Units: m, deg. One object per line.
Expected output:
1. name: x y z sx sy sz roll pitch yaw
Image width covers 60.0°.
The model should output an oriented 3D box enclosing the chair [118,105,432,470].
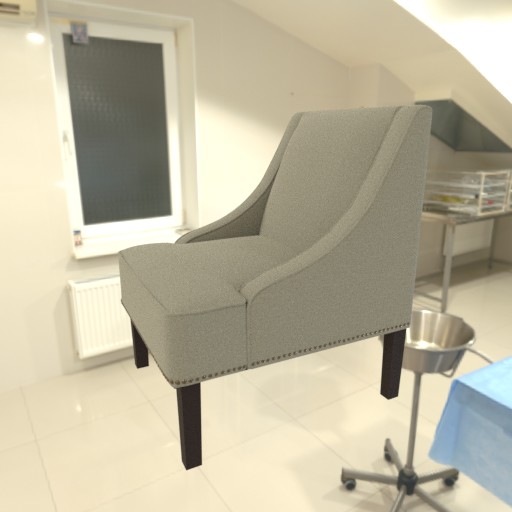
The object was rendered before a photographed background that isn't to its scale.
1. chair: 0.000 0.000 1.350 0.737 0.864 0.610 -8 18 -26
